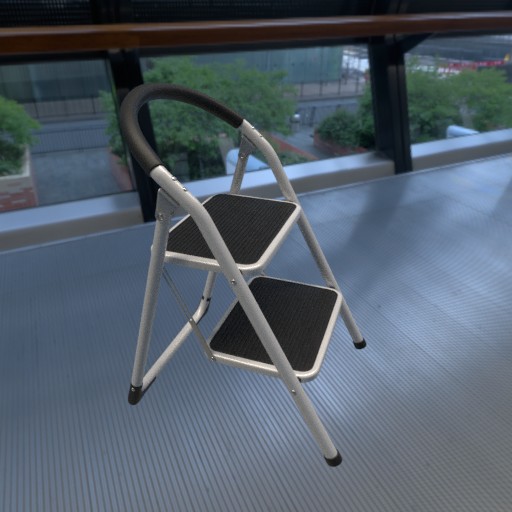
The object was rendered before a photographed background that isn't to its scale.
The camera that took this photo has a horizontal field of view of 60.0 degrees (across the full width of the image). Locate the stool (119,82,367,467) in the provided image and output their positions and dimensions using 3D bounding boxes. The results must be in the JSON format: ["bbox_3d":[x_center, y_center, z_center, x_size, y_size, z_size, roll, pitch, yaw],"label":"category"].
[{"bbox_3d":[0.000,0.000,1.071,0.559,0.760,0.453,10,30,17],"label":"stool"}]
